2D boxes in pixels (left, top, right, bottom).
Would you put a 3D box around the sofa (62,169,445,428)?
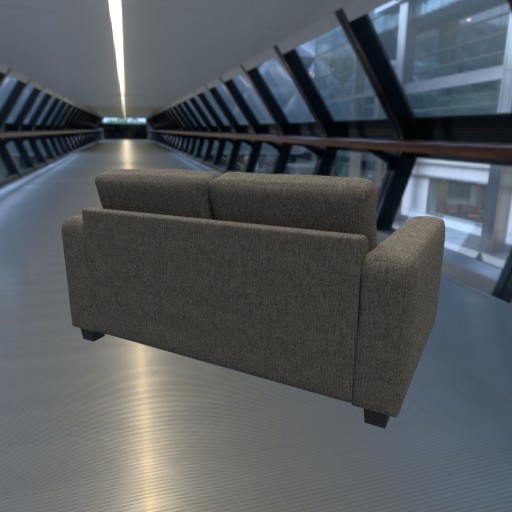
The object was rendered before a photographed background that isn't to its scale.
[{"bbox_3d":[0.000,0.000,2.030,1.520,0.800,0.900,8,17,28],"label":"sofa"}]
